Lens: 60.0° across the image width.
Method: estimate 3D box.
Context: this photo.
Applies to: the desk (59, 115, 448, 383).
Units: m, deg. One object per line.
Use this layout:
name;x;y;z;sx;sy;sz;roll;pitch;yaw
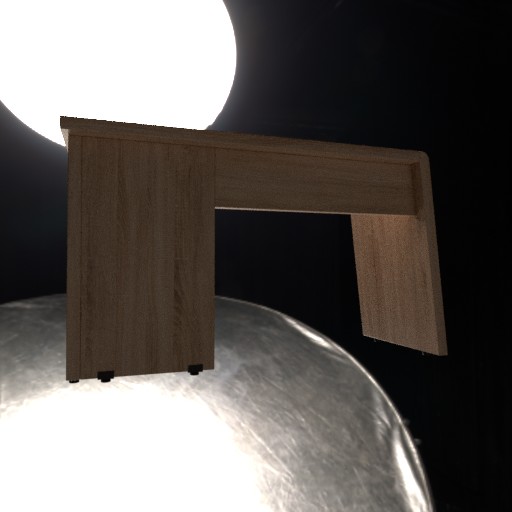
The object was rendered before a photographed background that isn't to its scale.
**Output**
desk;0.000;0.000;1.643;1.300;0.750;0.500;0;-1;-19
